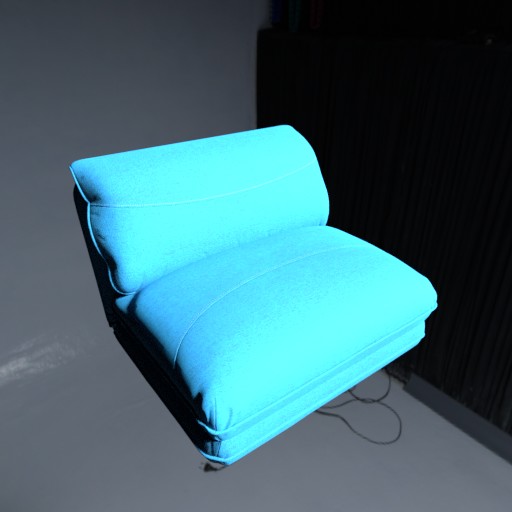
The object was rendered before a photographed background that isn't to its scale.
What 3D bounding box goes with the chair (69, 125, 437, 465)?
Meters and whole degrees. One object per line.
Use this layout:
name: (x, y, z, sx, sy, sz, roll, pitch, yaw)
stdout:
chair: (0.000, 0.000, 1.315, 0.820, 0.580, 0.780, -20, 34, -32)
